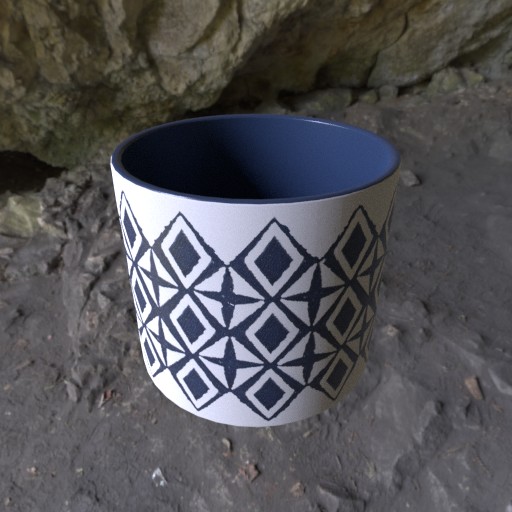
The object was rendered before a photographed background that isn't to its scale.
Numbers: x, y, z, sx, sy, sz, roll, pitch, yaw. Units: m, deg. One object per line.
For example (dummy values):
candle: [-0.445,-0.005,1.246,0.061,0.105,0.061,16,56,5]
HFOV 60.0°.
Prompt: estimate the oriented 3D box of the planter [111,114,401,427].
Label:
planter: [0.000,0.000,0.327,0.182,0.165,0.182,0,31,0]
